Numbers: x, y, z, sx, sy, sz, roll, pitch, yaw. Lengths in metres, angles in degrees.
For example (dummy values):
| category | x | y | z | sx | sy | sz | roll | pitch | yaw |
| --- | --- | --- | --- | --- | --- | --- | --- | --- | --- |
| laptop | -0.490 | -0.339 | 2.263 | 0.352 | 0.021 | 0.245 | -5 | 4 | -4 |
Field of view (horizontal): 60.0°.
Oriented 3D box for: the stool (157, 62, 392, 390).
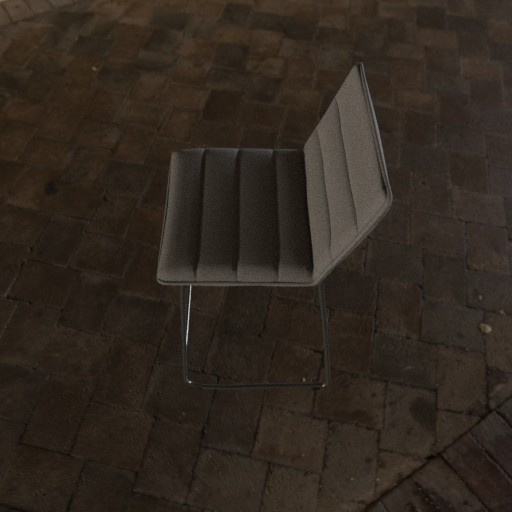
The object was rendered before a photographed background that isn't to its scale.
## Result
| category | x | y | z | sx | sy | sz | roll | pitch | yaw |
| --- | --- | --- | --- | --- | --- | --- | --- | --- | --- |
| stool | 0.000 | 0.000 | 1.237 | 0.490 | 0.960 | 0.490 | -1 | 58 | 0 |
